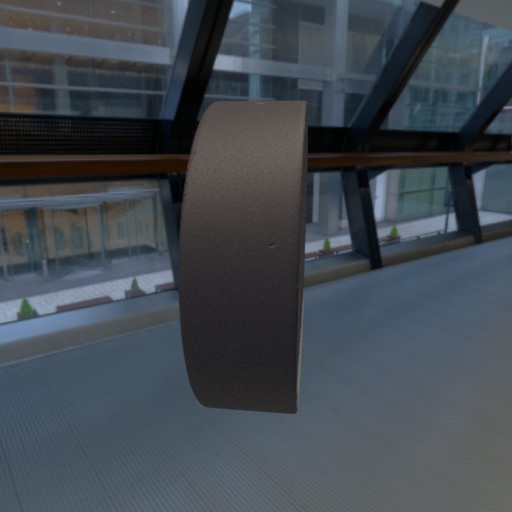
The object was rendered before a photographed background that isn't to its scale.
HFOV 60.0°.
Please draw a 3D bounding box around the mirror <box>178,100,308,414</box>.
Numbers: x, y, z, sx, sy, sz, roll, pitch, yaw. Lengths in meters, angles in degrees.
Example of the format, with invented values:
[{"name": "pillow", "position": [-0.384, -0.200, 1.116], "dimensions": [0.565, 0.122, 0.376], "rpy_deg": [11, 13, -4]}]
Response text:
[{"name": "mirror", "position": [0.000, 0.000, 0.585], "dimensions": [0.126, 0.386, 0.386], "rpy_deg": [2, 15, 7]}]
